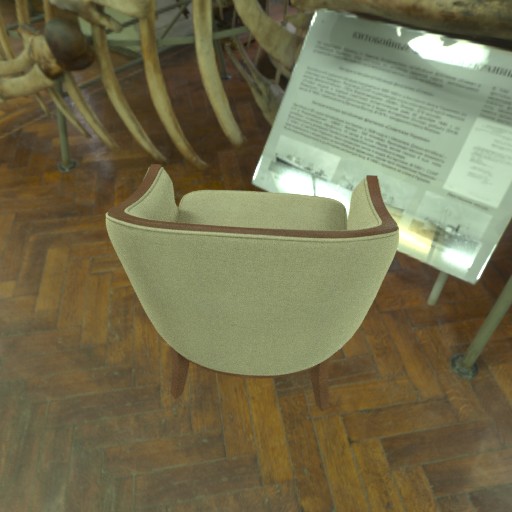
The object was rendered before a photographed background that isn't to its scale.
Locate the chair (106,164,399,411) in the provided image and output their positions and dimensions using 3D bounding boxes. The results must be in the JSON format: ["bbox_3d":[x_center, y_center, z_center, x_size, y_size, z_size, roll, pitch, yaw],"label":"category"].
[{"bbox_3d":[0.000,0.000,1.455,0.803,0.876,0.735,4,46,4],"label":"chair"}]
